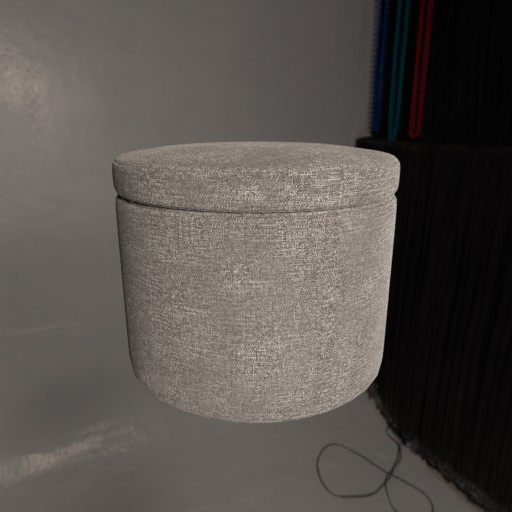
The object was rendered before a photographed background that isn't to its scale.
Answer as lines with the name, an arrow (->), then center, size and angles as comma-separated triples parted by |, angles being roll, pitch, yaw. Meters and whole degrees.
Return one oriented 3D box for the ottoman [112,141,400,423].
ottoman -> 0.000, 0.000, 0.856 | 0.500, 0.419, 0.500 | 0, 17, 0
